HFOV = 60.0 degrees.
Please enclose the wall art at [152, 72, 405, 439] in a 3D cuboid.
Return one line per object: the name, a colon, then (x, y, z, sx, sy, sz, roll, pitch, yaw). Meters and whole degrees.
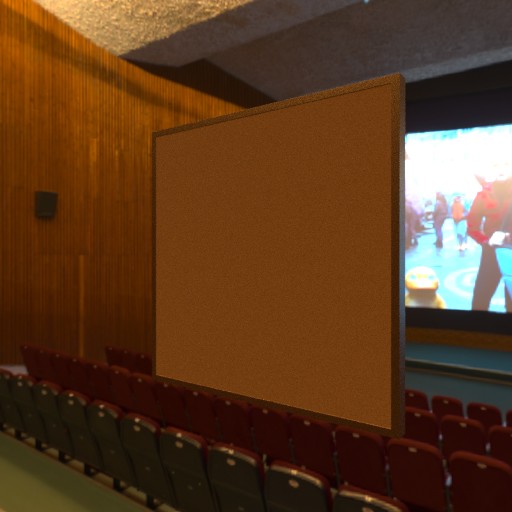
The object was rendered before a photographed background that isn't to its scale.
wall art: (0.000, 0.000, 1.158, 0.762, 0.762, 0.038, 0, 0, 36)
